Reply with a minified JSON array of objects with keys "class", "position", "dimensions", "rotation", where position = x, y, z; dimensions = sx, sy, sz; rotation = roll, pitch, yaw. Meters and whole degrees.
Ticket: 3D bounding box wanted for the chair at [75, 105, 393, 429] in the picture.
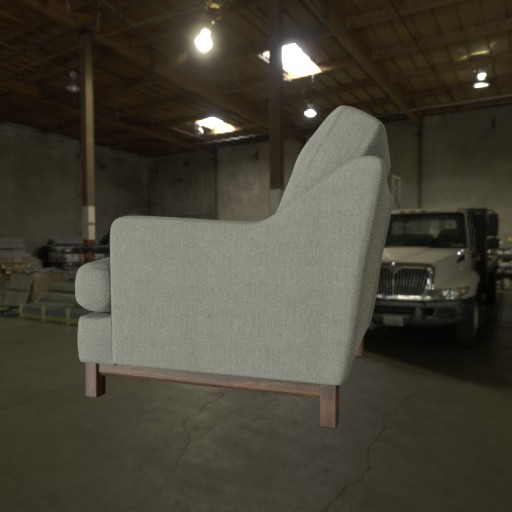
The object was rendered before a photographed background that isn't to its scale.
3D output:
[{"class":"chair","position":[0.000,0.000,1.541],"dimensions":[0.892,0.821,0.826],"rotation":[0,1,18]}]
